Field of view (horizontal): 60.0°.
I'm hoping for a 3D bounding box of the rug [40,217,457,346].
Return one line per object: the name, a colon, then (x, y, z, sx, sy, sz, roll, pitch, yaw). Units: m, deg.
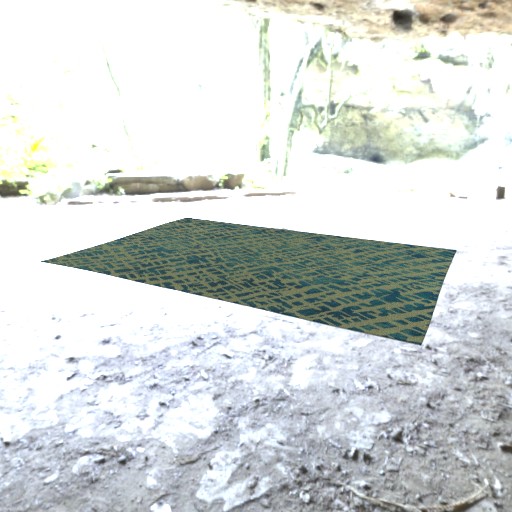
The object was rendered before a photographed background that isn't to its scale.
rug: (0.000, 0.000, 2.315, 1.830, 0.011, 1.209, 9, 19, 27)
